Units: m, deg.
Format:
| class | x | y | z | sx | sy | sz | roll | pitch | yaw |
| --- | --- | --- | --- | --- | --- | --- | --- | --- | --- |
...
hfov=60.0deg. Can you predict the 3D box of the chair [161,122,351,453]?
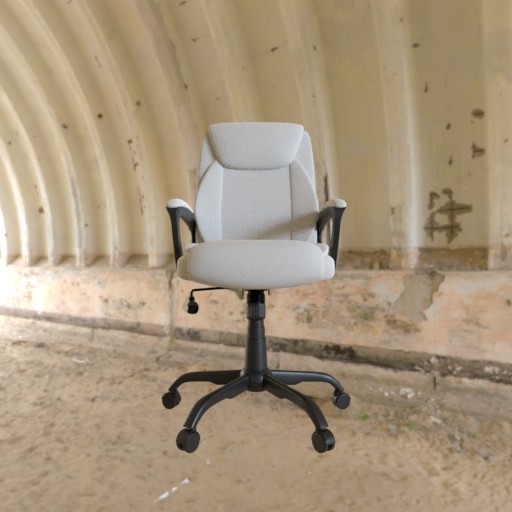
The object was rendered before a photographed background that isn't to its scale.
| class | x | y | z | sx | sy | sz | roll | pitch | yaw |
| --- | --- | --- | --- | --- | --- | --- | --- | --- | --- |
| chair | 0.000 | 0.000 | 1.497 | 0.663 | 1.065 | 0.669 | 0 | 0 | 0 |
